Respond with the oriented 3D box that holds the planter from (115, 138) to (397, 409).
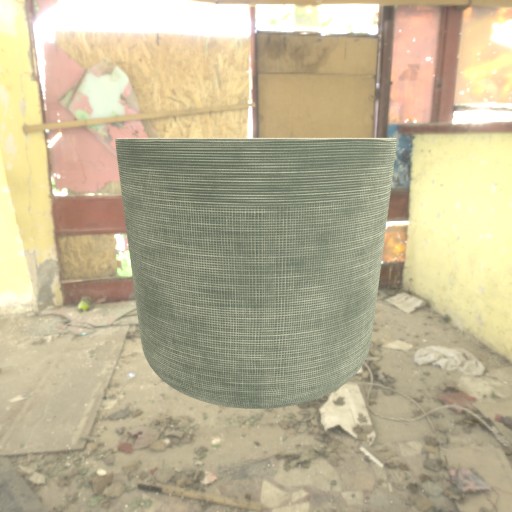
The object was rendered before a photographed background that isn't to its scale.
[{"bbox_3d":[0.000,0.000,0.775,0.440,0.398,0.440,0,15,0],"label":"planter"}]
